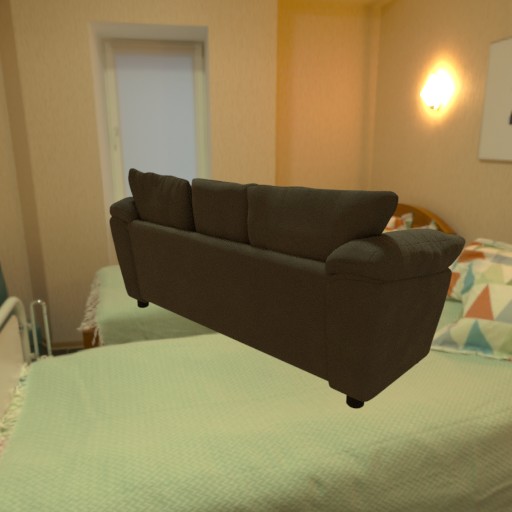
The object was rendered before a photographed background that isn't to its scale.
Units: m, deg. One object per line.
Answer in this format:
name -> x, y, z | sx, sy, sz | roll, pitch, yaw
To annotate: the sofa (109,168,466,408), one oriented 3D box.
sofa -> 0.000, 0.000, 2.911 | 2.336, 1.073, 0.878 | 14, 20, 42
